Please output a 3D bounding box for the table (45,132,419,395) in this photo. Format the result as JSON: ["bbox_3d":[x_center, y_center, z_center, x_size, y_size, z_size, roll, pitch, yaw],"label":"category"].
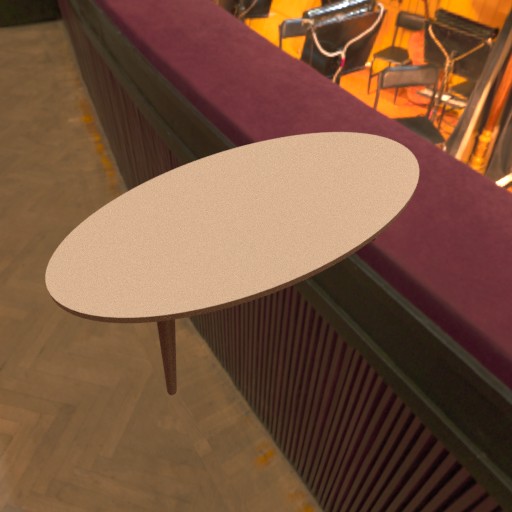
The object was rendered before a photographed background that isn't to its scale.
[{"bbox_3d":[0.000,0.000,1.311,1.083,0.390,0.542,-25,50,-22],"label":"table"}]
